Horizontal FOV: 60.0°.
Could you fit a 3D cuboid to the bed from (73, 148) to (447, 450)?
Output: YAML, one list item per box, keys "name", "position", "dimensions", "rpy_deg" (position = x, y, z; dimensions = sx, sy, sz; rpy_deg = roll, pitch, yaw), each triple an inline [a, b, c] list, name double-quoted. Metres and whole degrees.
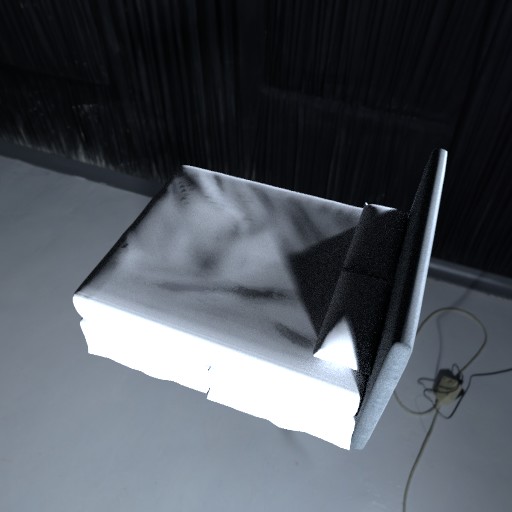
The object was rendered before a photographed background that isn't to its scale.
- name: "bed"
  position: [0.000, 0.000, 3.175]
  dimensions: [2.142, 1.330, 1.713]
  rpy_deg: [16, 50, 14]
